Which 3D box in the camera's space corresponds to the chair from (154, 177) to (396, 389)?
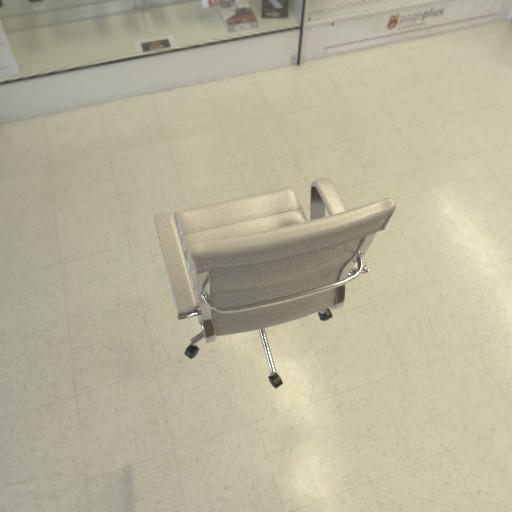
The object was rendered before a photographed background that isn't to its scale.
[{"bbox_3d":[0.000,0.000,1.536,0.679,1.149,0.667,-13,59,-8],"label":"chair"}]
